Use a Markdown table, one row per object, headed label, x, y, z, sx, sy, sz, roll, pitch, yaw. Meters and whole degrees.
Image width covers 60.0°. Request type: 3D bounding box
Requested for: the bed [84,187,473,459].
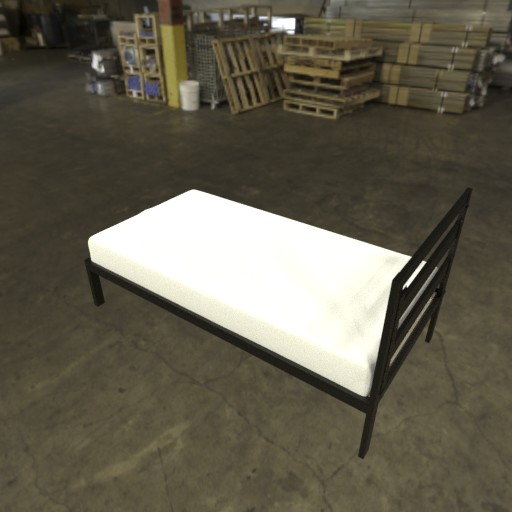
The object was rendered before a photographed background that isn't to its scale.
| label | x | y | z | sx | sy | sz | roll | pitch | yaw |
| --- | --- | --- | --- | --- | --- | --- | --- | --- | --- |
| bed | 0.000 | 0.000 | 2.556 | 1.930 | 0.967 | 0.991 | 21 | 37 | 30 |
